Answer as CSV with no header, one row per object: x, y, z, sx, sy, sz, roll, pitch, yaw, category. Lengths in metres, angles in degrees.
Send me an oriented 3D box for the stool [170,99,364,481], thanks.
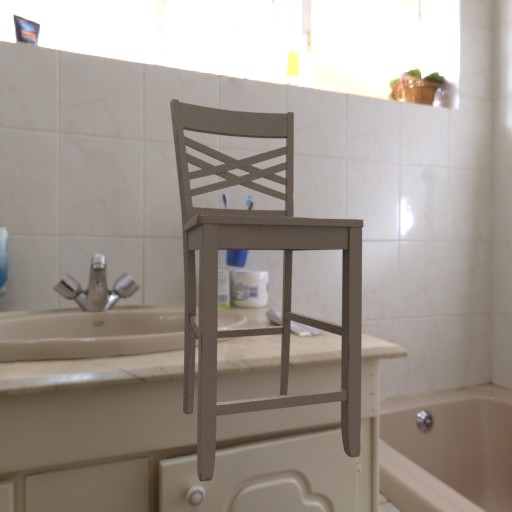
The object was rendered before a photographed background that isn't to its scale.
0.000,0.000,1.371,0.462,1.079,0.539,0,0,-18,stool
